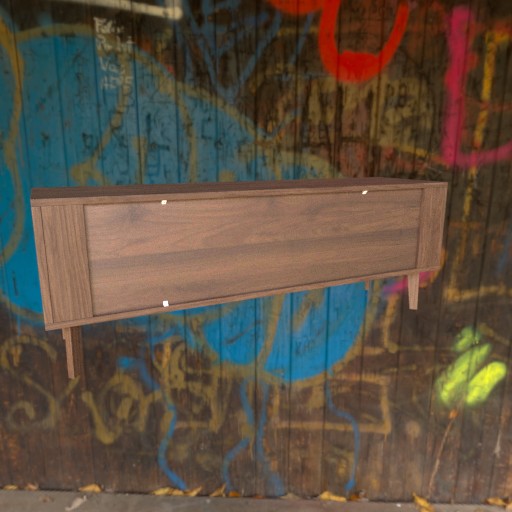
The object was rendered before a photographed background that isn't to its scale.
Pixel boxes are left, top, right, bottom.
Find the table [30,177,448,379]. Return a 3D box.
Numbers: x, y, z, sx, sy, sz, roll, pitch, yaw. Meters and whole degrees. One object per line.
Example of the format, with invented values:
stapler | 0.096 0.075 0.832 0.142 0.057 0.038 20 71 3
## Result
table | 0.000 0.000 1.593 1.397 0.508 0.405 -6 15 -25
